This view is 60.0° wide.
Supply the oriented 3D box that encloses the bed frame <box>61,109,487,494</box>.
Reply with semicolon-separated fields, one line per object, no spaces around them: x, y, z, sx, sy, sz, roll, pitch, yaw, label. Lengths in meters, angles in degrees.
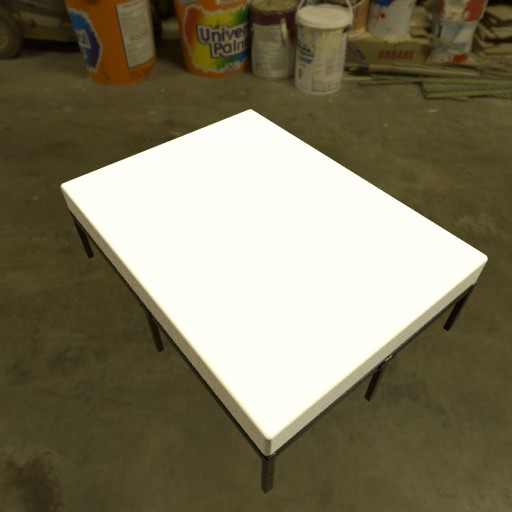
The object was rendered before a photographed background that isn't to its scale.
0.000;0.000;2.798;1.557;0.659;2.072;-30;53;-26;bed frame
